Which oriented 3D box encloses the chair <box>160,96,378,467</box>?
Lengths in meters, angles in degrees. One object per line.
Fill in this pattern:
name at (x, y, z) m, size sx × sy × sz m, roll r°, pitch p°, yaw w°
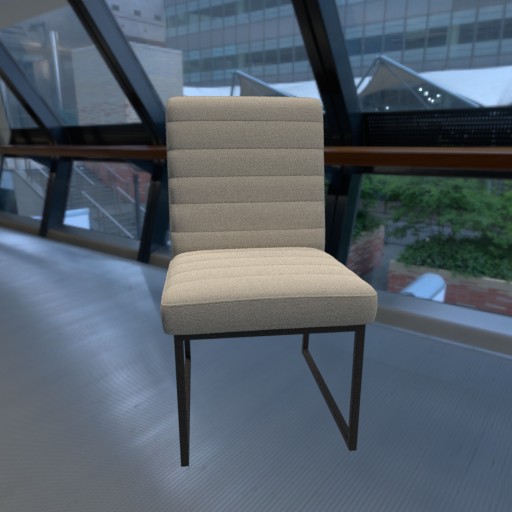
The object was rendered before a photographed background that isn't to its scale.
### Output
chair at (0.000, 0.000, 1.313) m, size 0.520 × 0.930 × 0.634 m, roll -2°, pitch 16°, yaw -7°
